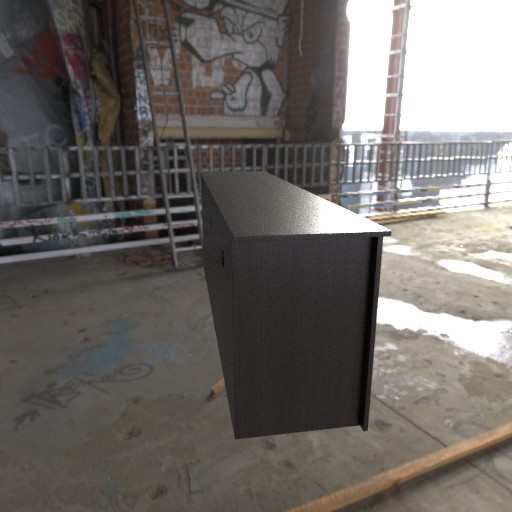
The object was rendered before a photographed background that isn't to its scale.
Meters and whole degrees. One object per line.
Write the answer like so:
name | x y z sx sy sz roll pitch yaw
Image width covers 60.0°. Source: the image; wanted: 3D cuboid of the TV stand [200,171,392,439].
TV stand | 0.000 0.000 2.028 0.406 0.610 1.778 -3 16 -9
